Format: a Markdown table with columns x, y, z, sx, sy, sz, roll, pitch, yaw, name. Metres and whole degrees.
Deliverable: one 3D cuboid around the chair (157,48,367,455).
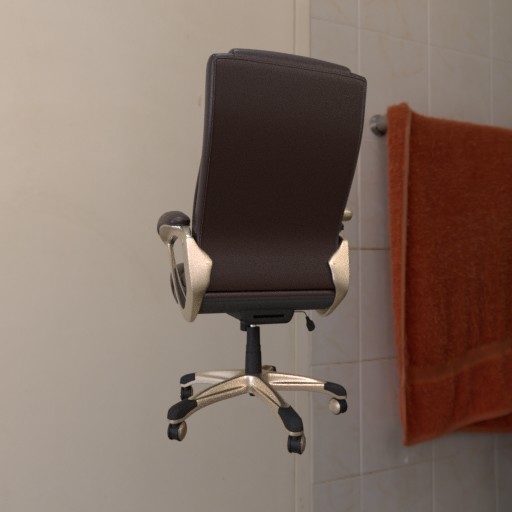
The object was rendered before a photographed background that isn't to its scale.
| x | y | z | sx | sy | sz | roll | pitch | yaw | name |
| --- | --- | --- | --- | --- | --- | --- | --- | --- | --- |
| 0.000 | 0.000 | 1.628 | 0.692 | 1.194 | 0.749 | 0 | -1 | -19 | chair |
